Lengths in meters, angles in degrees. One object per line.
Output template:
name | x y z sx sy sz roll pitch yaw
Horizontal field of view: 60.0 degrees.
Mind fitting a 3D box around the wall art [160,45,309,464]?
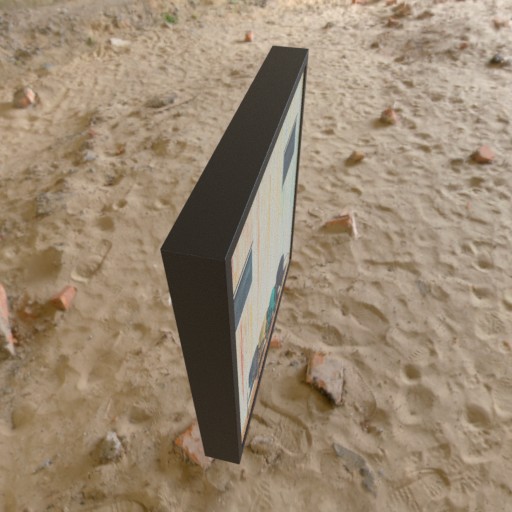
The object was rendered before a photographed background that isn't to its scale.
wall art | 0.000 0.000 0.454 0.038 0.304 0.304 10 46 9
